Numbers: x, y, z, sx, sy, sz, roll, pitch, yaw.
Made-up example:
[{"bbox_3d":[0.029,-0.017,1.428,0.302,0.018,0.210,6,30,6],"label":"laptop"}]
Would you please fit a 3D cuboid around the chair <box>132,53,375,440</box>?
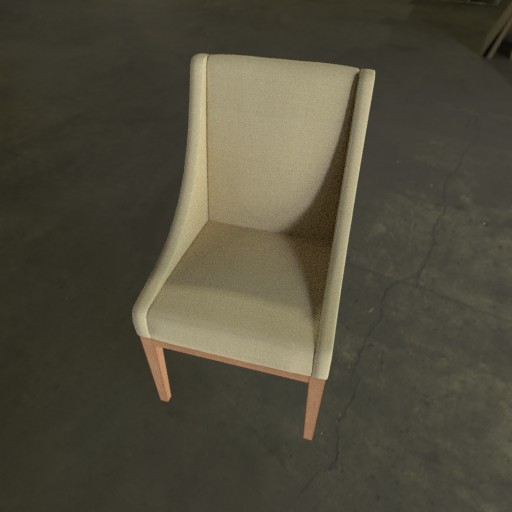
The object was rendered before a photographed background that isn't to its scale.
[{"bbox_3d":[0.000,0.000,1.400,0.575,1.021,0.611,11,43,12],"label":"chair"}]
